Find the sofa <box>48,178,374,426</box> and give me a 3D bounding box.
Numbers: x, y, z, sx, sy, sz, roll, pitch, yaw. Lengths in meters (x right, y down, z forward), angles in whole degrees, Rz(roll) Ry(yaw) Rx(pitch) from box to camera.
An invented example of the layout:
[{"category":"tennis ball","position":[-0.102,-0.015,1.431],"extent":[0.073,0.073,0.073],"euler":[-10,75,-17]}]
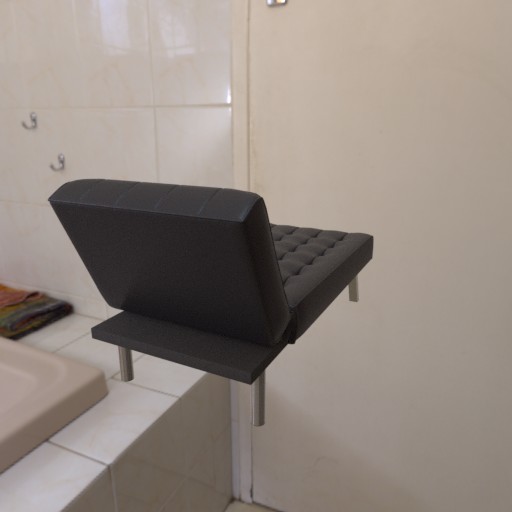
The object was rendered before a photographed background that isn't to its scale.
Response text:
[{"category":"sofa","position":[0.000,0.000,2.050],"extent":[0.760,0.820,1.560],"euler":[8,19,26]}]
